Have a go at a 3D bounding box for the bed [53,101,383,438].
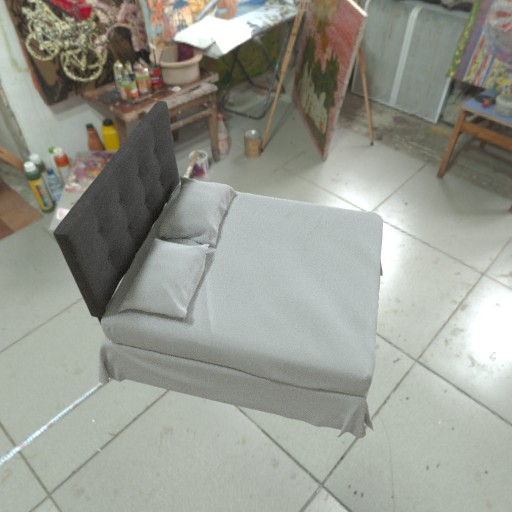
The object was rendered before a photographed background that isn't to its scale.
[{"bbox_3d":[0.000,0.000,3.512,2.222,1.577,1.936,10,48,9],"label":"bed"}]
